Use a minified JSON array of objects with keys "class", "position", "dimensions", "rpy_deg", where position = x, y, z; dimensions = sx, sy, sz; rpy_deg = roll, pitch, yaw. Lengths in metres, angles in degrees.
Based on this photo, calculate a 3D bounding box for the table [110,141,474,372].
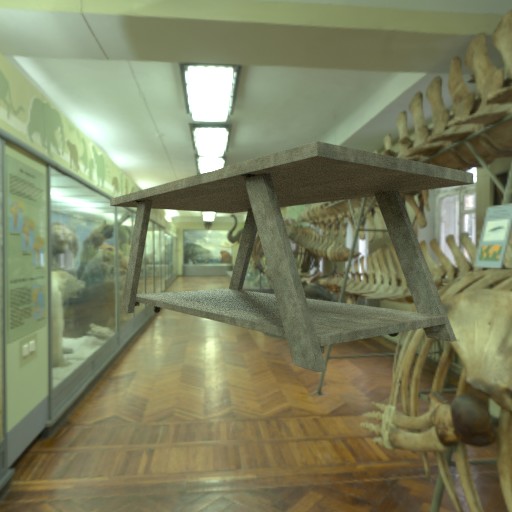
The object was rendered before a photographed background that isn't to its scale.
[{"class":"table","position":[0.000,0.000,1.547],"dimensions":[0.610,0.470,1.219],"rpy_deg":[-1,1,-37]}]
